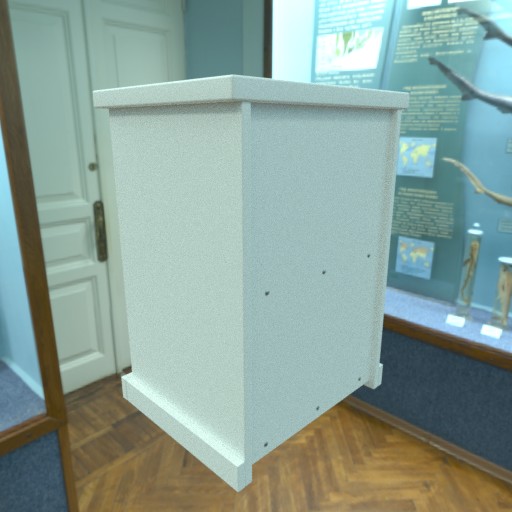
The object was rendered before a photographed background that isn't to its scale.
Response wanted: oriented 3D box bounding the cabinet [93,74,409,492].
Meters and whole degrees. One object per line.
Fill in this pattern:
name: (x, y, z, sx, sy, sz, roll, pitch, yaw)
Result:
cabinet: (0.000, 0.000, 1.038, 0.520, 0.723, 0.431, -16, 23, -43)
